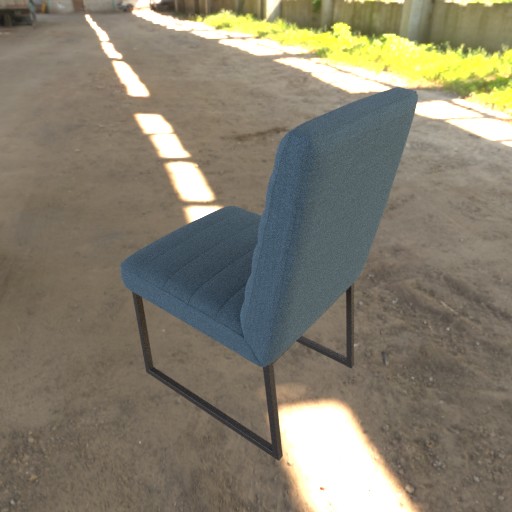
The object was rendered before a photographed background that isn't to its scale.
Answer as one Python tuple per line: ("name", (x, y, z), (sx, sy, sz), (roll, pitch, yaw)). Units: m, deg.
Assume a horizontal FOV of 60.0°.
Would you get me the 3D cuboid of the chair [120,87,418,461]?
("chair", (0.000, 0.000, 1.288), (0.634, 0.930, 0.520), (21, 37, 31))
